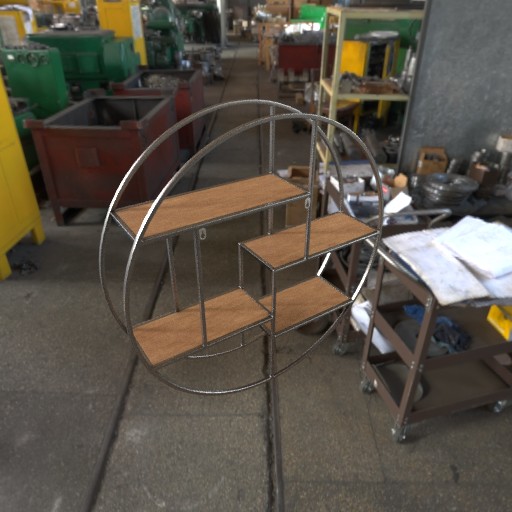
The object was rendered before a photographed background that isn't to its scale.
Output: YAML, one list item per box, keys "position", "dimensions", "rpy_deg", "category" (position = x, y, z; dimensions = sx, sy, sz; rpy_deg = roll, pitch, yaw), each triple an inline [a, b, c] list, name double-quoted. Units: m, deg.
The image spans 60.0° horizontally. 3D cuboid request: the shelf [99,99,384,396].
- position: [0.000, 0.000, 1.360]
  dimensions: [0.888, 0.888, 0.202]
  rpy_deg: [-19, 36, -28]
  category: "shelf"
